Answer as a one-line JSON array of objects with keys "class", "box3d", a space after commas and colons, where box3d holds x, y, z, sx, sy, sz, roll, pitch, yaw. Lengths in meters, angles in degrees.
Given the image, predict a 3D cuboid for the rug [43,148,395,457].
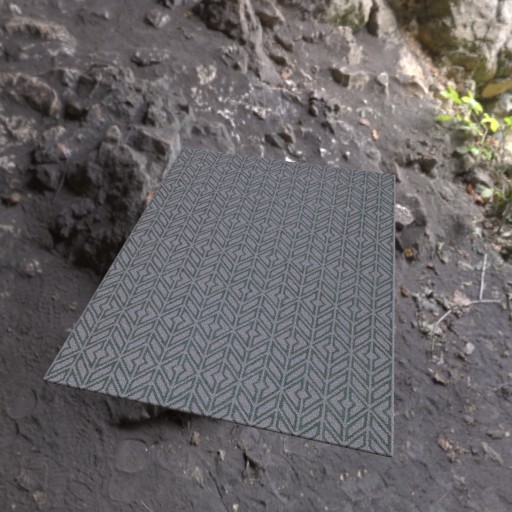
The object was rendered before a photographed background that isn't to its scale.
[{"class": "rug", "box3d": [0.000, 0.000, 3.990, 2.441, 0.017, 3.050, 9, 47, 9]}]
